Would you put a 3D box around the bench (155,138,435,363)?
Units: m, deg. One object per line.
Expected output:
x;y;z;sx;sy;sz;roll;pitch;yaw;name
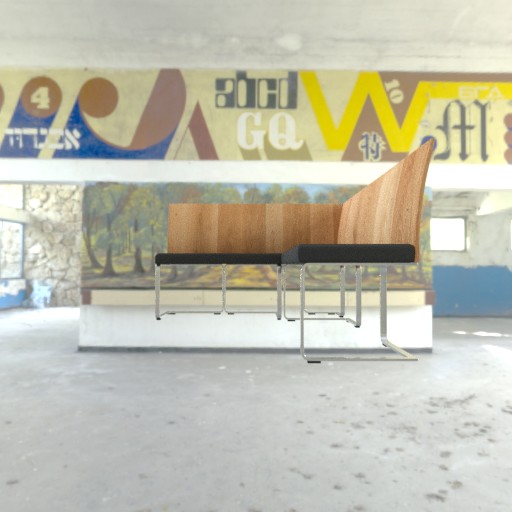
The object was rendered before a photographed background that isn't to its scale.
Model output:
0.000;0.000;2.796;1.495;0.930;1.945;0;-1;0;bench
